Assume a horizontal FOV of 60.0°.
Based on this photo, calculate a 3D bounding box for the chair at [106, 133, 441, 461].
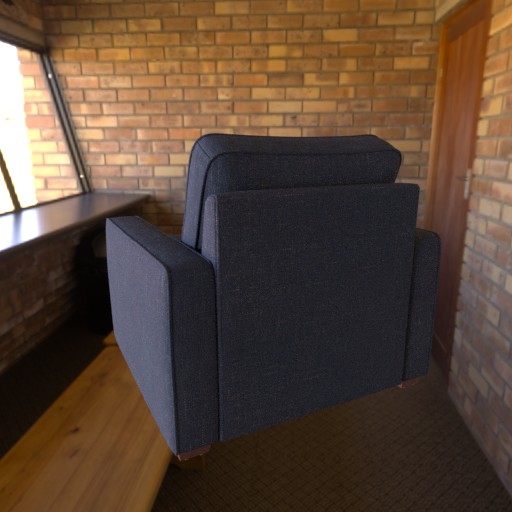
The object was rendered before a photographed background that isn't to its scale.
[{"bbox_3d":[0.000,0.000,1.744,1.017,0.919,0.940,-7,16,-26],"label":"chair"}]
